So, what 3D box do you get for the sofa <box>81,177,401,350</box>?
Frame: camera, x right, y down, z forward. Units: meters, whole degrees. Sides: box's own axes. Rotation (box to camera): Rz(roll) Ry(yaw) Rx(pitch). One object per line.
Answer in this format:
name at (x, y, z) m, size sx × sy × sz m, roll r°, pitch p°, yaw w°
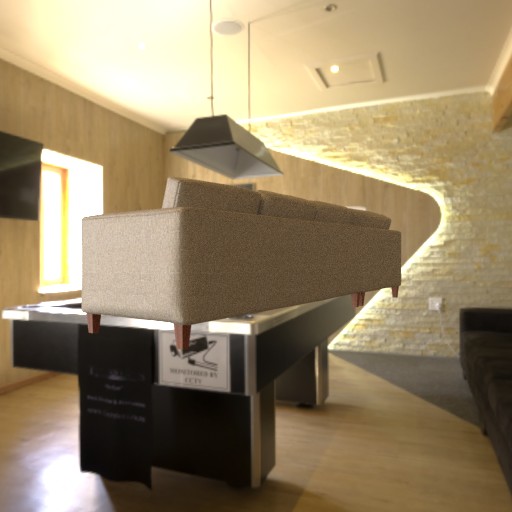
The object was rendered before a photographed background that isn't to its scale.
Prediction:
sofa at (0.000, 0.000, 3.795) m, size 1.502 × 0.876 × 3.201 m, roll 0°, pitch 1°, yaw 36°
